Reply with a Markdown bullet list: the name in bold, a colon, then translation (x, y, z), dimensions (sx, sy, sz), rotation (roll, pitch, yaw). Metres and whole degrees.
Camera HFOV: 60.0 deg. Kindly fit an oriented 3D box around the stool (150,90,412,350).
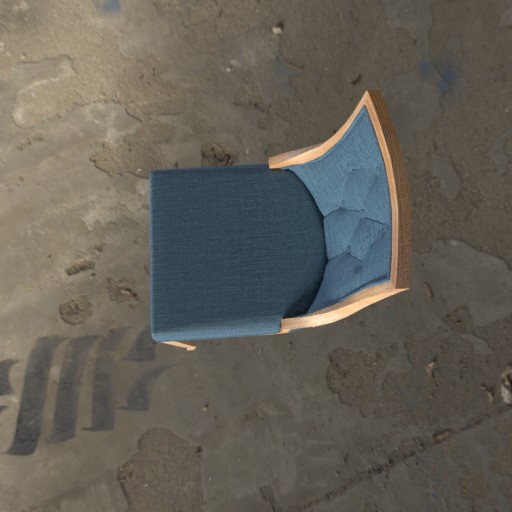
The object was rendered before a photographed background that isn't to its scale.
- **stool**: translation (0.000, 0.000, 1.433), dimensions (0.626, 1.101, 0.524), rotation (-4, 76, -1)
